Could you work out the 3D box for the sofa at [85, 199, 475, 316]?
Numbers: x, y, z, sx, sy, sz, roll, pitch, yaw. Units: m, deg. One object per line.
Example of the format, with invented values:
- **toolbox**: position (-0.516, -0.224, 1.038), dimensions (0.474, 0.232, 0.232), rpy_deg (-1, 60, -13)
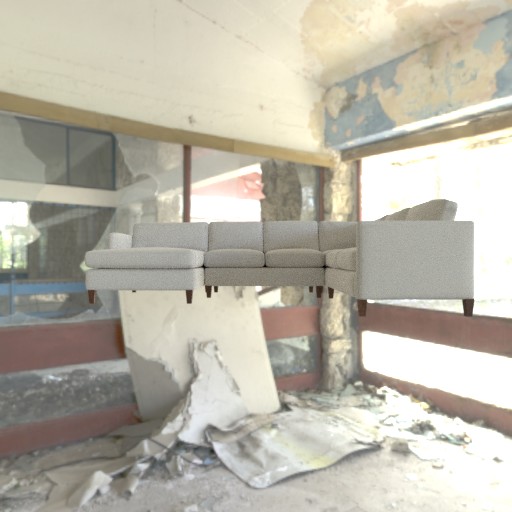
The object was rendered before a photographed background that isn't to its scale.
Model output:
- **sofa**: position (0.000, 0.000, 4.694), dimensions (3.459, 0.956, 2.593), rpy_deg (0, 0, 1)
